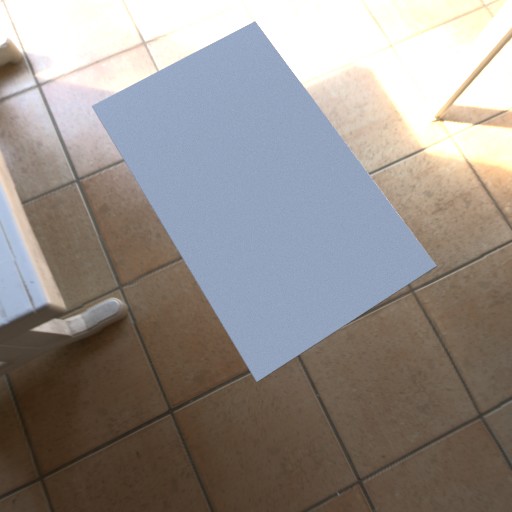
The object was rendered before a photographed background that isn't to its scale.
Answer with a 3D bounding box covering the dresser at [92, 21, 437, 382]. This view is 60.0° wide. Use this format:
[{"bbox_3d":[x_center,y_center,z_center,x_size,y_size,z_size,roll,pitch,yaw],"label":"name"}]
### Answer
[{"bbox_3d":[0.000,0.000,1.453,0.400,1.190,0.650,-31,78,-7],"label":"dresser"}]
